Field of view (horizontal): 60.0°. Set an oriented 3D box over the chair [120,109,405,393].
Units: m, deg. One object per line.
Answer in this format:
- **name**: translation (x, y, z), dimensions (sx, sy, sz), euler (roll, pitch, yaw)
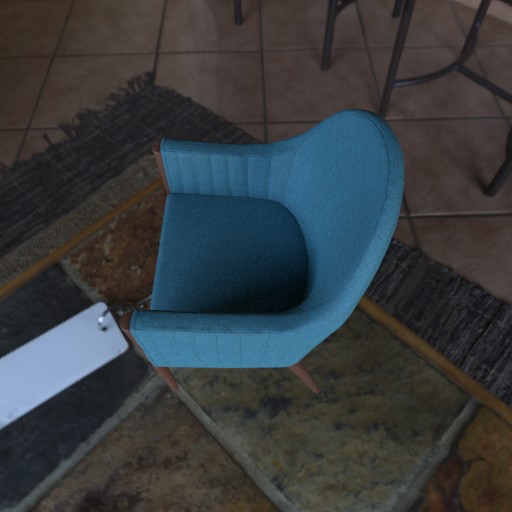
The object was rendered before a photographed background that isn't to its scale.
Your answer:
- **chair**: translation (0.000, 0.000, 1.361), dimensions (0.652, 0.907, 0.656), euler (1, 59, 0)
